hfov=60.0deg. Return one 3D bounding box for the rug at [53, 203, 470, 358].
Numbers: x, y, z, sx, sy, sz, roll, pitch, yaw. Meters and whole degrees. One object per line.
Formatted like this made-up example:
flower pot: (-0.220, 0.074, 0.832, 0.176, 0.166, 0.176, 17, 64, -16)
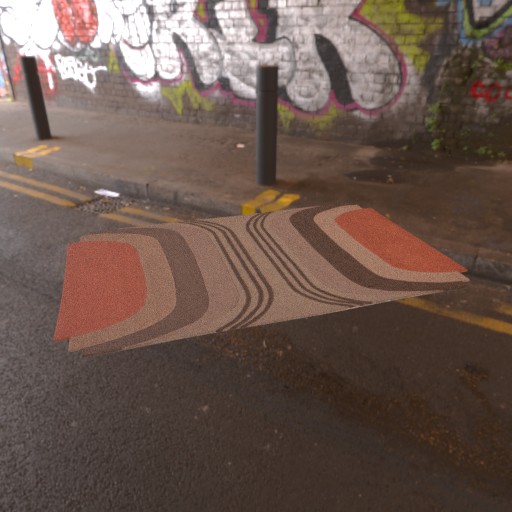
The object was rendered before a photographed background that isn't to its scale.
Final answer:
rug: (0.000, 0.000, 2.991, 2.446, 0.017, 1.530, -8, 28, -15)
